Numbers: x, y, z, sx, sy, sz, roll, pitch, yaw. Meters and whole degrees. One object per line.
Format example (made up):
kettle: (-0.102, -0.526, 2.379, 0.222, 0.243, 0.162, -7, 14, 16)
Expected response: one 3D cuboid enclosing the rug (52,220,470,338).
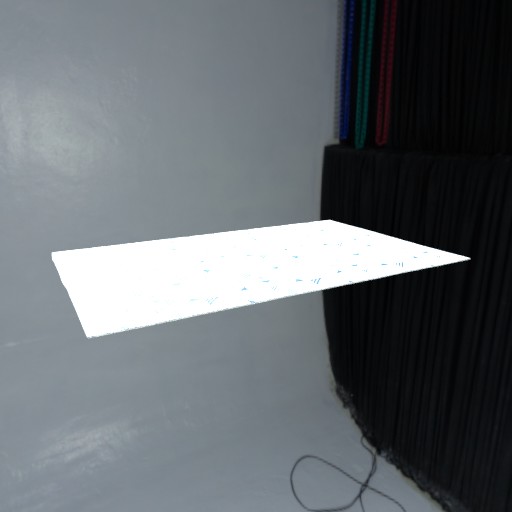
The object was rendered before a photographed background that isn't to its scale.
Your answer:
rug: (0.000, 0.000, 3.036, 2.457, 0.009, 1.512, -9, 18, -28)
